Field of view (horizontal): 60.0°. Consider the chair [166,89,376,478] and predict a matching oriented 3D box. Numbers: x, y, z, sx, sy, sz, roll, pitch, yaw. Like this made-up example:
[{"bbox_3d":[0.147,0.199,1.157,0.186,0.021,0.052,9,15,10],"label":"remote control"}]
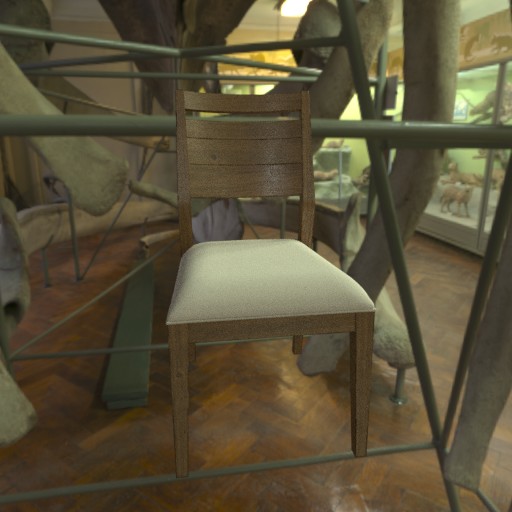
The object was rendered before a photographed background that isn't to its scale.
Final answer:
[{"bbox_3d":[0.000,0.000,1.283,0.497,0.939,0.610,-2,16,-8],"label":"chair"}]
